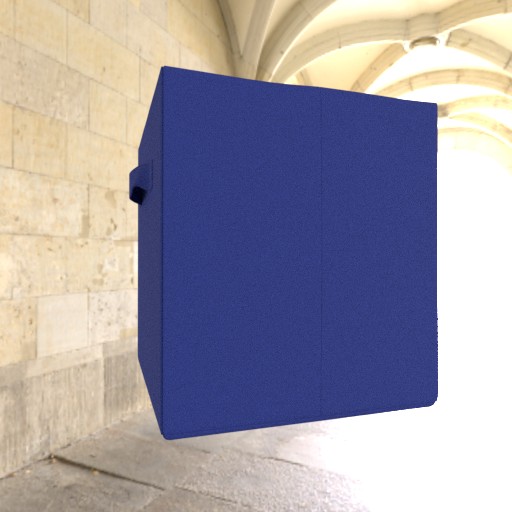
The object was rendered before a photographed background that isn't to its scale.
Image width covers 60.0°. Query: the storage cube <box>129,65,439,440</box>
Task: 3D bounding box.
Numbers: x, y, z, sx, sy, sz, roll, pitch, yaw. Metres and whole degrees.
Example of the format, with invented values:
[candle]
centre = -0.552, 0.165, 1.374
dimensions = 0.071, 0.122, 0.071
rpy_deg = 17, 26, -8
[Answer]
[storage cube]
centre = 0.000, 0.000, 0.489
dimensions = 0.270, 0.280, 0.270
rpy_deg = 0, -1, -19
